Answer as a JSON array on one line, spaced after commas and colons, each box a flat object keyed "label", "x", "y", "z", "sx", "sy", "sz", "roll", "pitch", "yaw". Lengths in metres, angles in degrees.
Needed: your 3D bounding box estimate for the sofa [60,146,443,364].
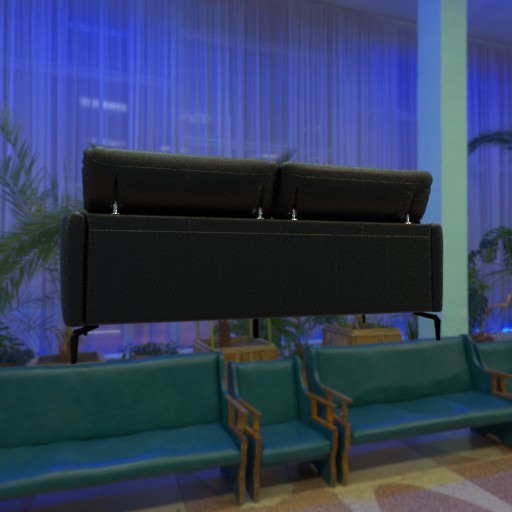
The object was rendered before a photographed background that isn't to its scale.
[{"label": "sofa", "x": 0.000, "y": 0.000, "z": 2.591, "sx": 2.069, "sy": 0.957, "sz": 0.856, "roll": 0, "pitch": -1, "yaw": -18}]
